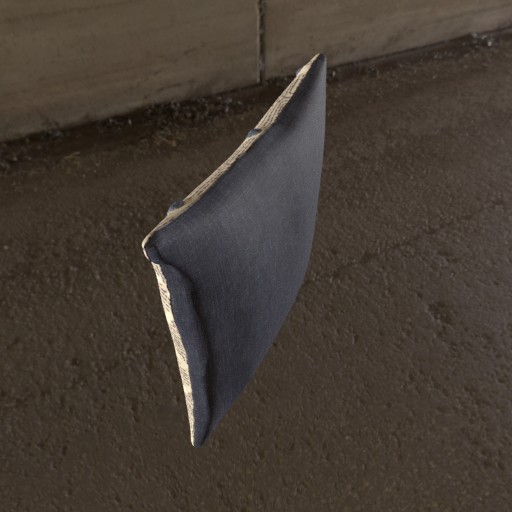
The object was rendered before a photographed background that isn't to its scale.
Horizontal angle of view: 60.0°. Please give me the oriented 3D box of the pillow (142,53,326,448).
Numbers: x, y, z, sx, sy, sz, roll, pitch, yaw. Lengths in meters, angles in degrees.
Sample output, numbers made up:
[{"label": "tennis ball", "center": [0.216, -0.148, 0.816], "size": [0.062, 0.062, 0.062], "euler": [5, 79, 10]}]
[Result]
[{"label": "pillow", "center": [0.000, 0.000, 0.764], "size": [0.145, 0.510, 0.510], "euler": [19, 49, 17]}]
